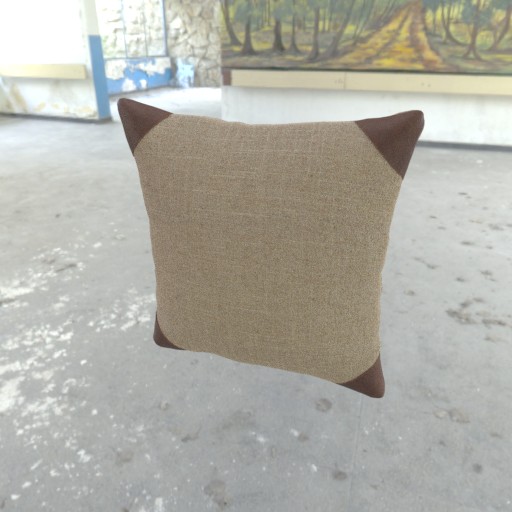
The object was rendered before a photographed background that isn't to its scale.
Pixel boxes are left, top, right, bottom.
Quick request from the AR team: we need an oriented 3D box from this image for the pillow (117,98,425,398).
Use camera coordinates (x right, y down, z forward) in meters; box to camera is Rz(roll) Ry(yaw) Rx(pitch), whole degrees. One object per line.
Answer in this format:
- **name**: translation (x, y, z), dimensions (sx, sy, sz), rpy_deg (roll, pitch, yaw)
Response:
- **pillow**: translation (0.000, 0.000, 0.684), dimensions (0.437, 0.448, 0.147), rpy_deg (8, 27, 16)
